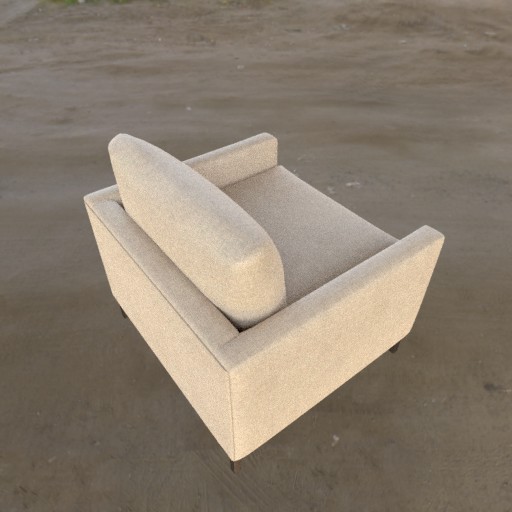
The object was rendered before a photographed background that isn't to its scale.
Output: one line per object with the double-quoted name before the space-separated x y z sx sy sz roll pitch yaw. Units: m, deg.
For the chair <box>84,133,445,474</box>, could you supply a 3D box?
"chair" 0.000 0.000 1.630 0.866 0.861 0.963 -27 48 -27
